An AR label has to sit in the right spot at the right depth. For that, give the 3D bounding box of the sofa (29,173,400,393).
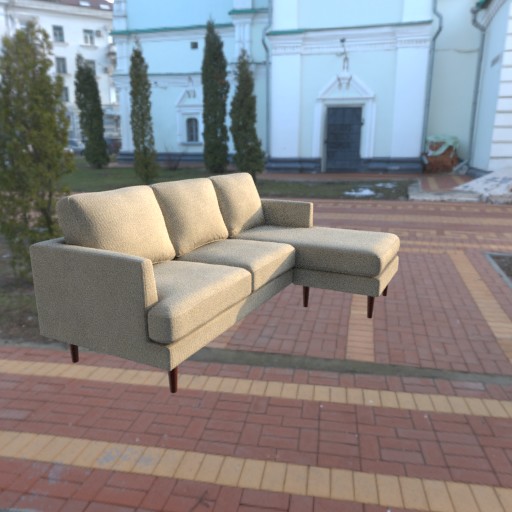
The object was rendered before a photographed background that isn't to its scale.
[{"bbox_3d":[0.000,0.000,2.948,1.504,0.956,2.233,7,16,26],"label":"sofa"}]
